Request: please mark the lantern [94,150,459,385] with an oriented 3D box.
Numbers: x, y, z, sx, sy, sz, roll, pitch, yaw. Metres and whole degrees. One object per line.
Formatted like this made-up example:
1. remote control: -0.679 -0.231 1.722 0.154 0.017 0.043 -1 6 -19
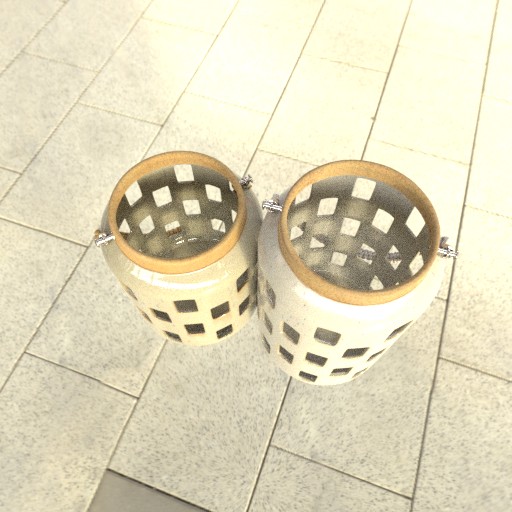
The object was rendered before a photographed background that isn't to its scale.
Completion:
1. lantern: 0.000 0.000 0.486 0.347 0.255 0.184 16 64 8
